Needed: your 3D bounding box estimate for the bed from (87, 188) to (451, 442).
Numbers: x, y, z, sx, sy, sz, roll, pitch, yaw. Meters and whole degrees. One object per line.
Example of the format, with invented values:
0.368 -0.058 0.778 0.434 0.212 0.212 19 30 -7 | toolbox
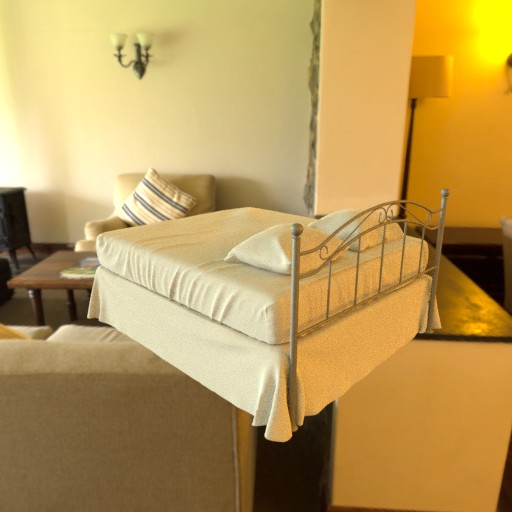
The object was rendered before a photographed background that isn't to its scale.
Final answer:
0.000 0.000 3.383 1.936 1.080 2.215 -16 23 -42 | bed
